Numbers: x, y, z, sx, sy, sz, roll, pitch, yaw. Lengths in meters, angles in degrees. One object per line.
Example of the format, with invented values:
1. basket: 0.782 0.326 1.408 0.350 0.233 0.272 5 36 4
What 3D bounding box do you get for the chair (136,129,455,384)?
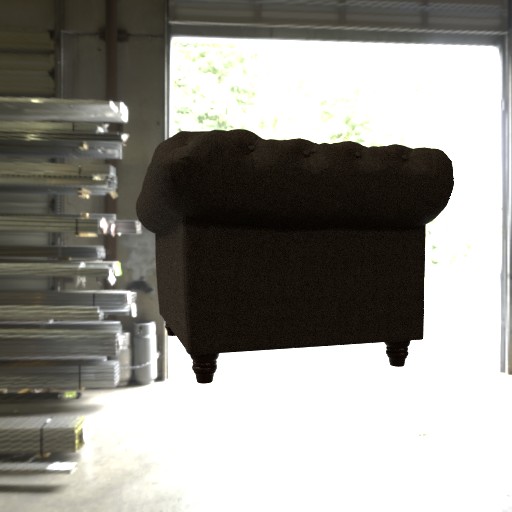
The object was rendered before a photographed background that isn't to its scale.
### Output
1. chair: 0.000 0.000 1.865 0.945 0.780 1.298 0 0 -17
